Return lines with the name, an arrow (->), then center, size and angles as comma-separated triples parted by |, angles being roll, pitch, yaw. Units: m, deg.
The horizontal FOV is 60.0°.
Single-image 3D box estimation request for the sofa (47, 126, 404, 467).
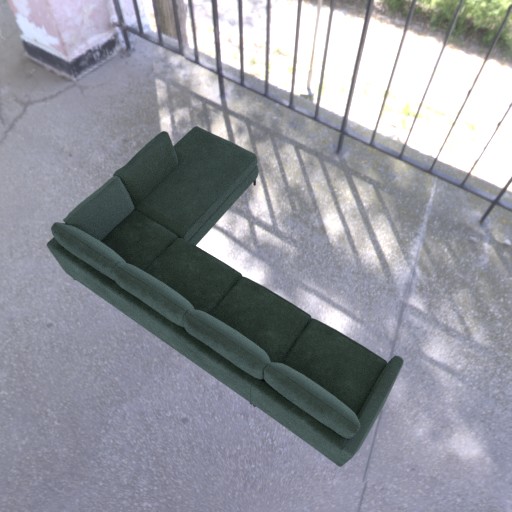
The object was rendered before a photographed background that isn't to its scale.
sofa -> 0.000, 0.000, 3.260 | 2.486, 0.687, 1.707 | 30, 62, 18
